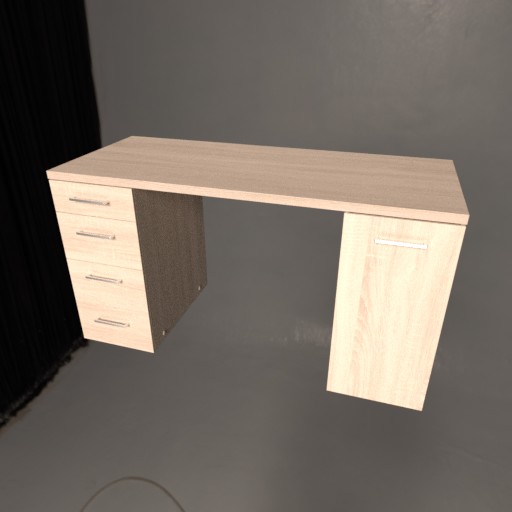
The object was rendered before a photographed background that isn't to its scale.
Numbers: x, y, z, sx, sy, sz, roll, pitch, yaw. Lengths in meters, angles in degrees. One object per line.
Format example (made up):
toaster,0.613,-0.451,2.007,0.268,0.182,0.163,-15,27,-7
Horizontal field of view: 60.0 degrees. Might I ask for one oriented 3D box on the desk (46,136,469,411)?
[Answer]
desk,0.000,0.000,1.789,1.390,0.740,0.600,8,29,15
